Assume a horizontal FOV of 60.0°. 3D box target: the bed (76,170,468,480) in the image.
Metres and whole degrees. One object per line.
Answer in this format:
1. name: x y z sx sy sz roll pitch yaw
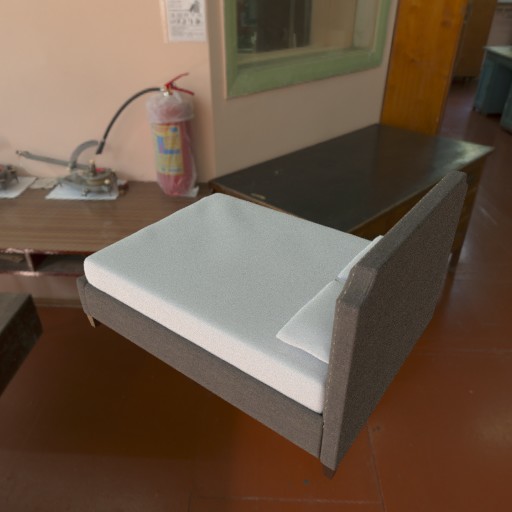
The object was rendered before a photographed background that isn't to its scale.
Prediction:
1. bed: 0.000 0.000 3.389 2.381 1.457 1.713 22 38 31
